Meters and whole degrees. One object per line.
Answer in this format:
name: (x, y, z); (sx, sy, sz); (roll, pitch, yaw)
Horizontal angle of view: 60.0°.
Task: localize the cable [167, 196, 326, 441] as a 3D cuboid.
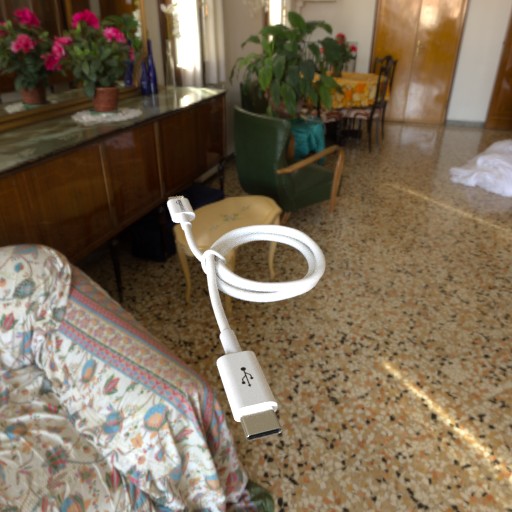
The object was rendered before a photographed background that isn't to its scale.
cable: (0.000, 0.000, 0.223); (0.070, 0.014, 0.203); (-8, 29, -15)
